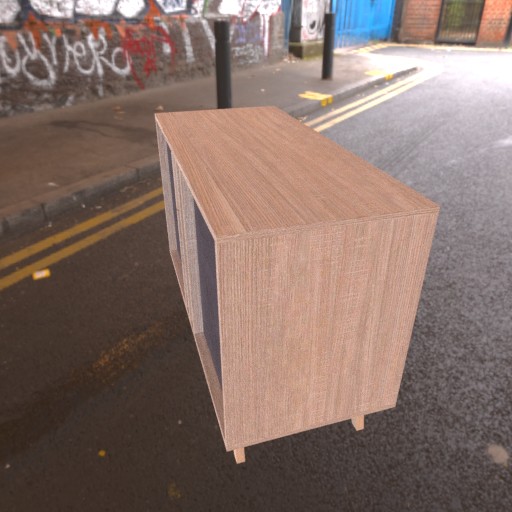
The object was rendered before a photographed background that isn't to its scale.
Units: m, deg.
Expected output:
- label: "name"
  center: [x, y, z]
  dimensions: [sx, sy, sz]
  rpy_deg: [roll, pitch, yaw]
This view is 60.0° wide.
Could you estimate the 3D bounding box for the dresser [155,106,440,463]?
- label: "dresser"
  center: [0.000, 0.000, 1.557]
  dimensions: [0.500, 0.780, 1.110]
  rpy_deg: [-9, 31, -15]
